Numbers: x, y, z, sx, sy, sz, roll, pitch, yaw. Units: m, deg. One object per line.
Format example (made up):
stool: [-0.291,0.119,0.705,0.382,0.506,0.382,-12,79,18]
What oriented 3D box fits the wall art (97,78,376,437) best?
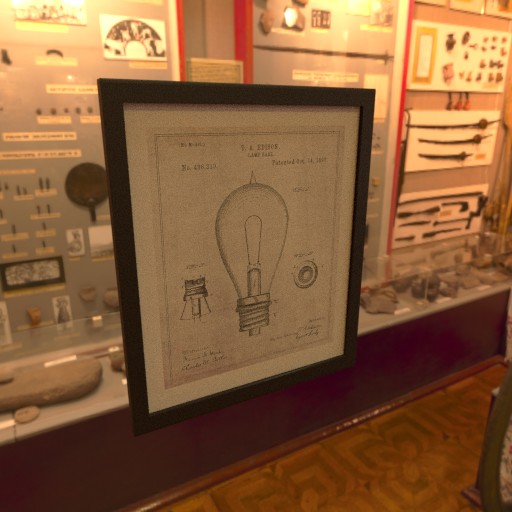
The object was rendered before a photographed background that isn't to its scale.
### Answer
wall art: [0.000,0.000,0.704,0.430,0.509,0.021,-9,20,-27]
